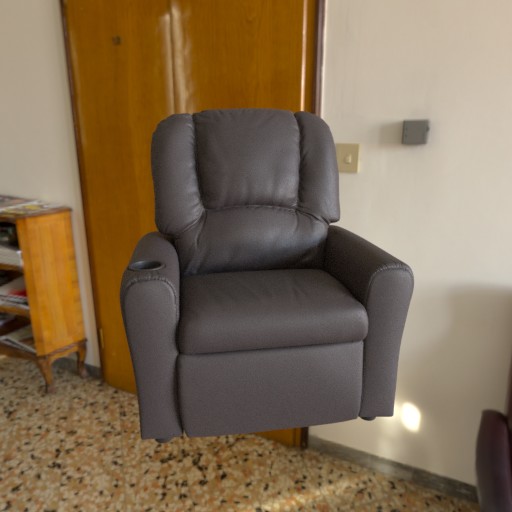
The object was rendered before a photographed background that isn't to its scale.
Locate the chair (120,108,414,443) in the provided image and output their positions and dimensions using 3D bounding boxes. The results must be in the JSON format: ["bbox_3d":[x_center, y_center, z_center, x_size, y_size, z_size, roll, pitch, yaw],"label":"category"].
[{"bbox_3d":[0.000,0.000,1.098,0.610,0.709,0.521,-3,17,-9],"label":"chair"}]
